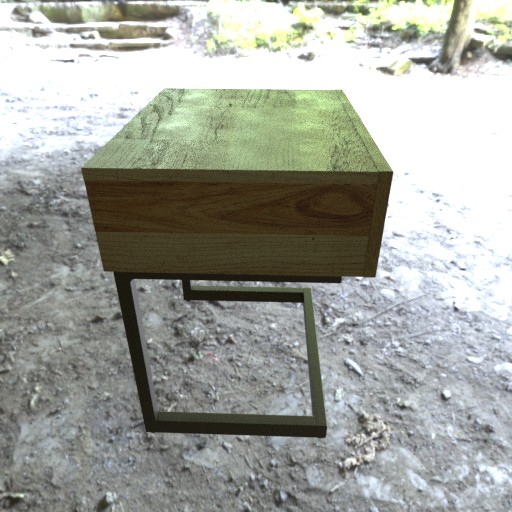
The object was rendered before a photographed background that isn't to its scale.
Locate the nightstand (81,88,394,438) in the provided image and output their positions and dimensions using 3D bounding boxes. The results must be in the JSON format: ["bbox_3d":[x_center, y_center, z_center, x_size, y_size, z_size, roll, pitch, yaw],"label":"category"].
[{"bbox_3d":[0.000,0.000,1.028,0.481,0.632,0.558,1,32,2],"label":"nightstand"}]
